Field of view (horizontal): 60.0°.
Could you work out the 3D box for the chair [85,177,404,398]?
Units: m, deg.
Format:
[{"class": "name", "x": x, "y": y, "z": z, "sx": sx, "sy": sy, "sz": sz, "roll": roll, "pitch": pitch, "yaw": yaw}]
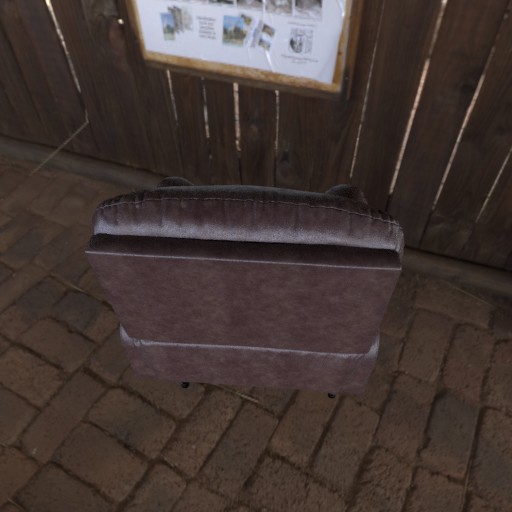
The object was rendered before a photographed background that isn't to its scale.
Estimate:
[{"class": "chair", "x": 0.000, "y": 0.000, "z": 1.694, "sx": 0.940, "sy": 1.041, "sz": 0.879, "roll": 3, "pitch": 47, "yaw": 3}]
